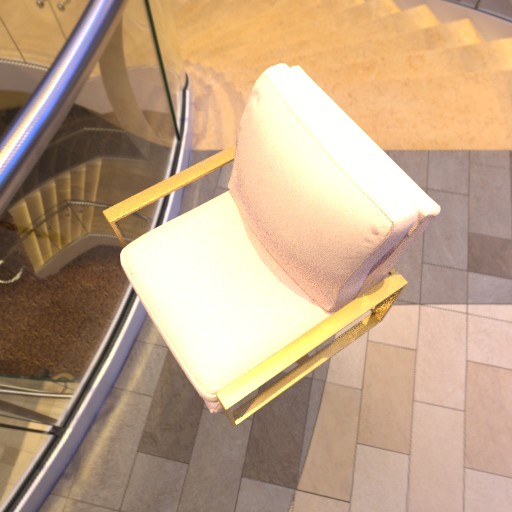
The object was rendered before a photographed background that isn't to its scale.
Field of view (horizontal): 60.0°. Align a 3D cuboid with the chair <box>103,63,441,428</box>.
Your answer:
[{"bbox_3d":[0.000,0.000,1.520,0.813,0.956,0.758,-32,69,-14],"label":"chair"}]
